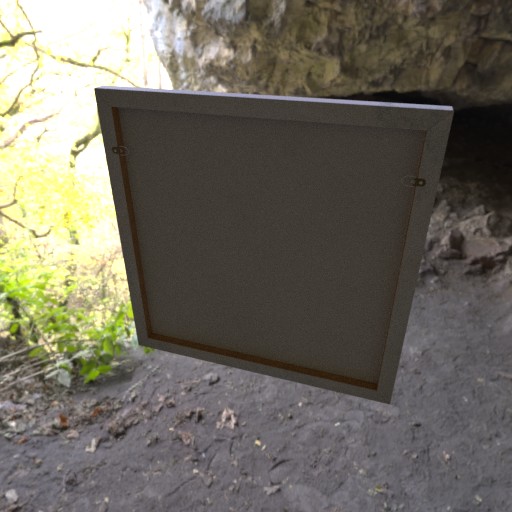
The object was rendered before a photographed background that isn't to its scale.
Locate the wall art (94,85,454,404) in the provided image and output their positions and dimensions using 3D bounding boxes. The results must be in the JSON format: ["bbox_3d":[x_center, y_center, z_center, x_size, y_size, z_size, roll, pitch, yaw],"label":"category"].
[{"bbox_3d":[0.000,0.000,1.105,0.762,0.762,0.041,9,31,15],"label":"wall art"}]
